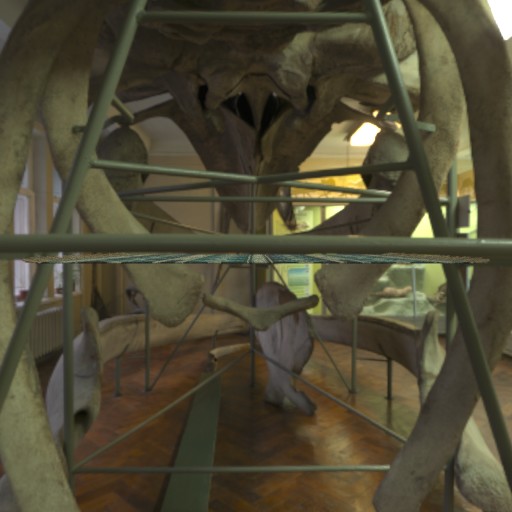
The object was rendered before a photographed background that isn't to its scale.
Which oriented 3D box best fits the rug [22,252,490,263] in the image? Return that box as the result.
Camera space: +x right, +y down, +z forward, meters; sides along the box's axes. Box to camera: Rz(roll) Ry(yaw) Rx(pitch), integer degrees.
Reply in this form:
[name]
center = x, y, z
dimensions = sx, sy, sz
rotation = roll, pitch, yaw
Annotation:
[rug]
center = 0.000, 0.000, 4.288
dimensions = 3.307, 0.047, 2.418
rotation = 0, 1, 0
